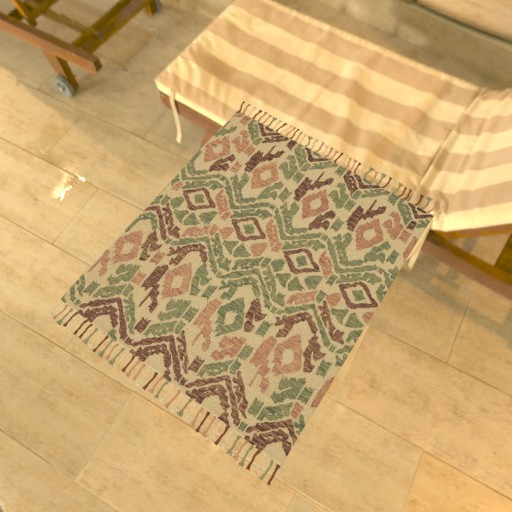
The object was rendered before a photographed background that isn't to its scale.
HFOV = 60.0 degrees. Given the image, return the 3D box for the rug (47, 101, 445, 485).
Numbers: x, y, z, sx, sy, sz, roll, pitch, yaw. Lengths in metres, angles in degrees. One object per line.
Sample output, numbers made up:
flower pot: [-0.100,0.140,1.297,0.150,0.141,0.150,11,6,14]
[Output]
rug: [0.000,0.000,4.137,2.438,0.010,3.048,32,68,14]
